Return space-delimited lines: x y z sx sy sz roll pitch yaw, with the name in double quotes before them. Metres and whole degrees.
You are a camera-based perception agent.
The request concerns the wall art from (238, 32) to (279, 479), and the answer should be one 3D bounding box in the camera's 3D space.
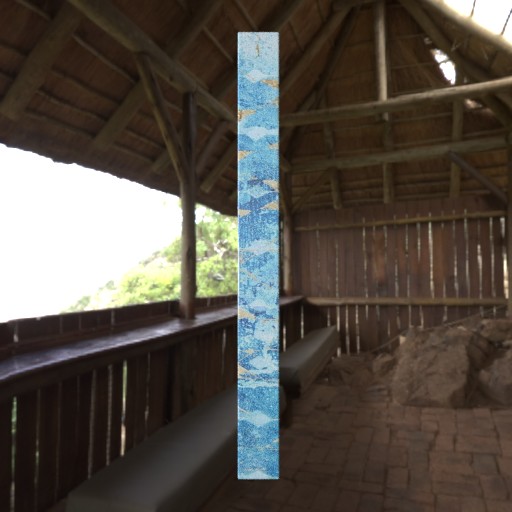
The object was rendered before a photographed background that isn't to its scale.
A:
"wall art" 0.000 0.000 0.604 0.037 0.405 0.405 0 0 -1
